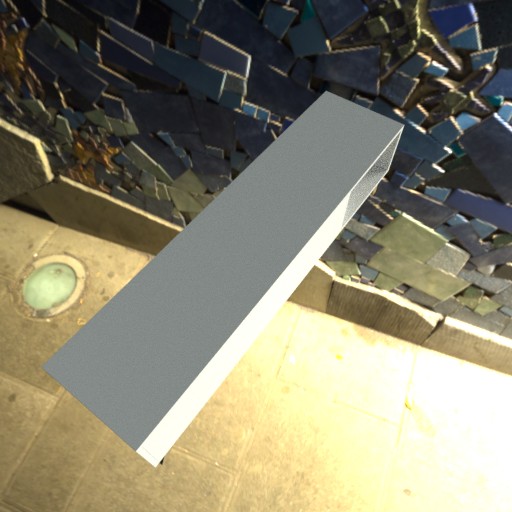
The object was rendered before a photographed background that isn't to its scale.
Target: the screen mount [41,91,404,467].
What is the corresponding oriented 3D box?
[{"bbox_3d":[0.000,0.000,1.815,0.399,0.432,1.644,32,62,19],"label":"screen mount"}]
